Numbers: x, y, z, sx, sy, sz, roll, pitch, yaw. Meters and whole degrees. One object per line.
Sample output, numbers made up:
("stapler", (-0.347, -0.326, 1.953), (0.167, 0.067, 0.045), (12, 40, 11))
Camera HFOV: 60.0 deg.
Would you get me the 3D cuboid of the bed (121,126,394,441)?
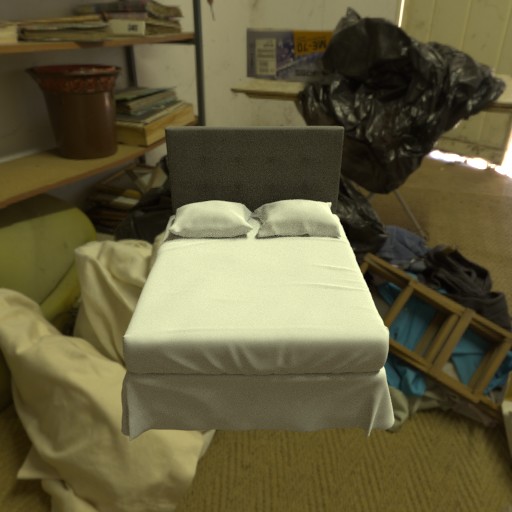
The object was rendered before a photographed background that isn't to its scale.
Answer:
("bed", (0.000, 0.000, 3.521), (1.936, 1.577, 2.222), (0, 29, 0))
